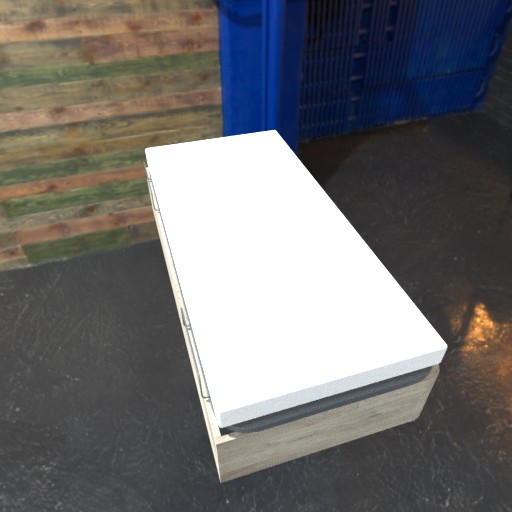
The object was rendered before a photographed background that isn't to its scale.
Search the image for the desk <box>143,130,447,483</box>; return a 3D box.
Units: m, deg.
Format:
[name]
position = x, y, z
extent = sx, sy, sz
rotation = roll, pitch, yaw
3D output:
[desk]
position = 0.000, 0.000, 2.294
extent = 0.900, 0.455, 1.900
rotation = -12, 42, -13
